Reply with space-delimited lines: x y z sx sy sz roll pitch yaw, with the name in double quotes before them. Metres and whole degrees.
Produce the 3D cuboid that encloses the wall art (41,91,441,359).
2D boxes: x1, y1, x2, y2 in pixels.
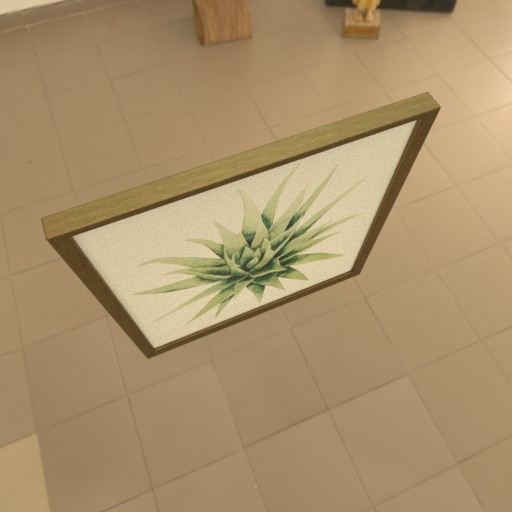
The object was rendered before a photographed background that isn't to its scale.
"wall art" 0.000 0.000 0.752 0.503 0.506 0.030 -21 64 -10
